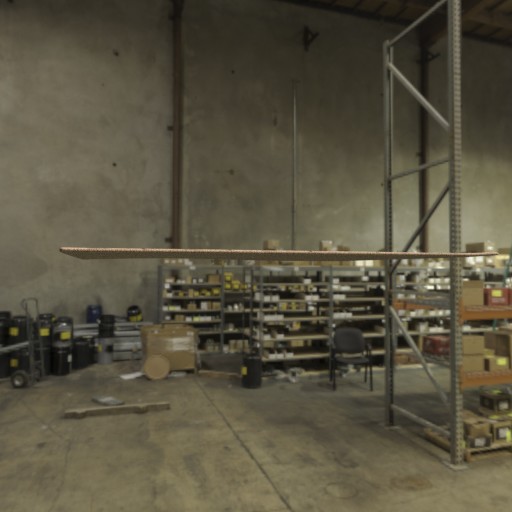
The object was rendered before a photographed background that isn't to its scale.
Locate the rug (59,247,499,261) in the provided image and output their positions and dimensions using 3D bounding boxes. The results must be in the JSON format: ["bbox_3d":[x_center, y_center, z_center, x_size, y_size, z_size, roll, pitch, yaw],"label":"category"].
[{"bbox_3d":[0.000,0.000,4.006,3.052,0.043,2.453,1,-2,-19],"label":"rug"}]
